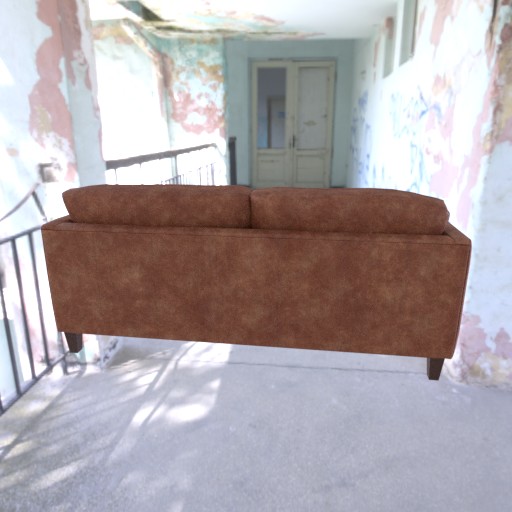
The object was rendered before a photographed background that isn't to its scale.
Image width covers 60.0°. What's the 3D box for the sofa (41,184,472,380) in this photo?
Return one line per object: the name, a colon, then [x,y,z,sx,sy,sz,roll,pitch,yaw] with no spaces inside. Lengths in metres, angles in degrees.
sofa: [0.000,0.000,2.468,1.971,0.863,0.923,2,17,8]
